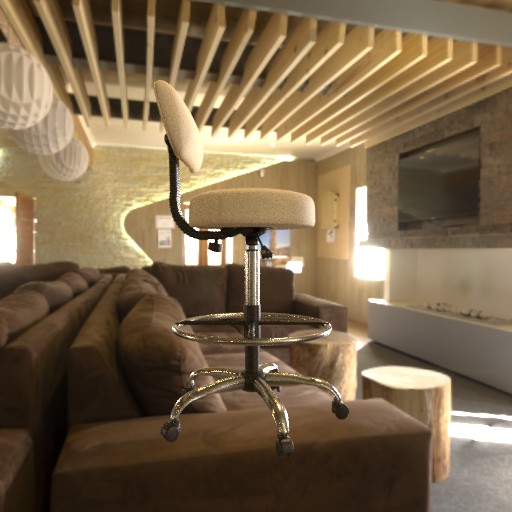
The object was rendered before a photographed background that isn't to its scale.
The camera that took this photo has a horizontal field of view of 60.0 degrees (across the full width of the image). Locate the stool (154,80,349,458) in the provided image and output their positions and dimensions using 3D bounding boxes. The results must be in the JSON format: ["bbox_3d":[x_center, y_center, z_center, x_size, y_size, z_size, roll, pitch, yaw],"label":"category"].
[{"bbox_3d":[0.000,0.000,1.472,0.616,1.080,0.609,0,1,0],"label":"stool"}]
